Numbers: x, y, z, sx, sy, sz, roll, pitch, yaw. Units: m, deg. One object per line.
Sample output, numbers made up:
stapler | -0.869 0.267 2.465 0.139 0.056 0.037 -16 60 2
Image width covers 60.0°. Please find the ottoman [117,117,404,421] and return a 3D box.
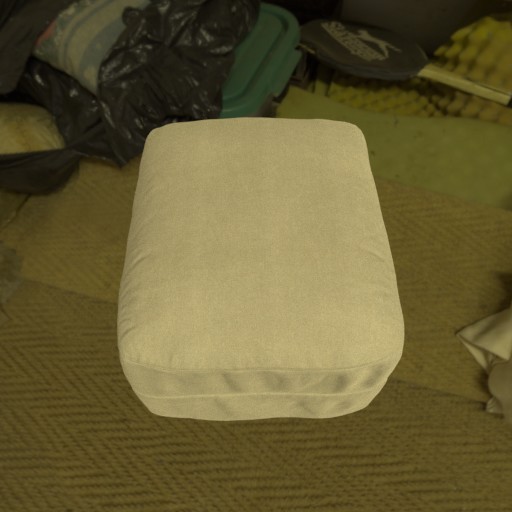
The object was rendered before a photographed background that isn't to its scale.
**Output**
ottoman | 0.000 0.000 1.114 0.584 0.480 0.712 -1 57 -1
